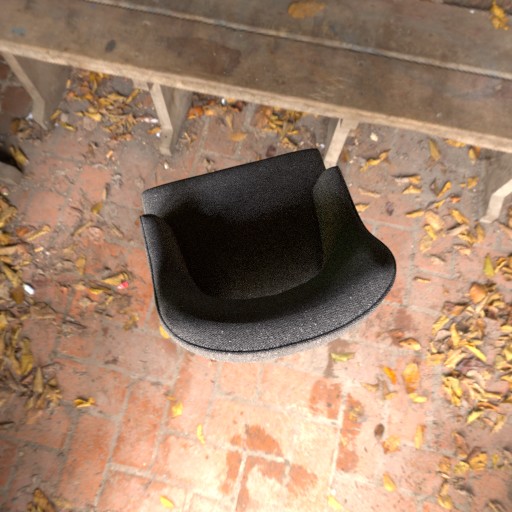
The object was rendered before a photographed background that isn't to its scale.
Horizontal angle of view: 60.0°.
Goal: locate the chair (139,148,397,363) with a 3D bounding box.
[{"bbox_3d":[0.000,0.000,1.311,0.608,0.875,0.629,-15,75,-4],"label":"chair"}]
